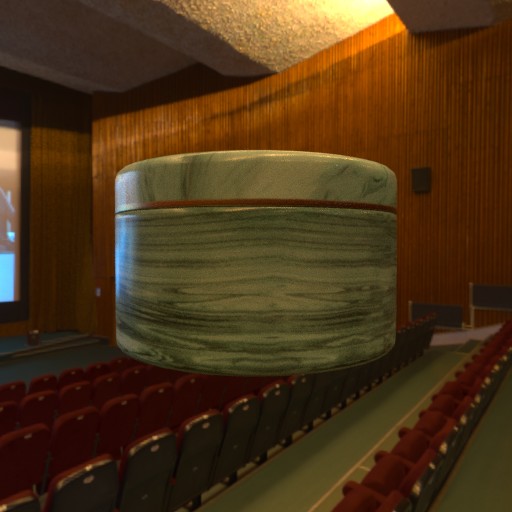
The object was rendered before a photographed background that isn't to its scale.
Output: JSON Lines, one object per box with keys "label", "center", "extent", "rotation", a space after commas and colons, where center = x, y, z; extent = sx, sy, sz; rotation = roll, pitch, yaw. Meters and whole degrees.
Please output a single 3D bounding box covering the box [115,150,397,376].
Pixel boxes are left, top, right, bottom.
{"label": "box", "center": [0.000, 0.000, 0.167], "extent": [0.101, 0.063, 0.101], "rotation": [0, 2, 0]}
